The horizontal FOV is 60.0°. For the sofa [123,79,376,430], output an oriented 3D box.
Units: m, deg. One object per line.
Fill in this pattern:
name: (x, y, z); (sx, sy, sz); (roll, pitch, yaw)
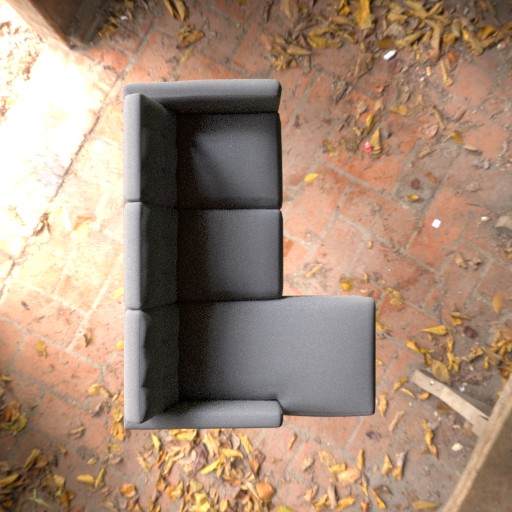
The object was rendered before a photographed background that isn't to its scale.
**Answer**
sofa: (0.000, 0.000, 2.782); (1.530, 0.860, 2.040); (0, 91, -2)
